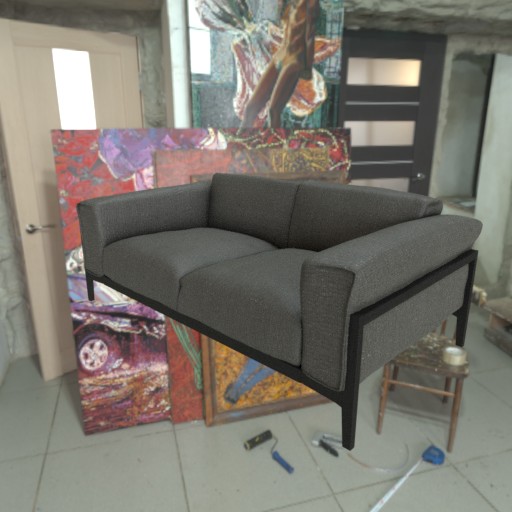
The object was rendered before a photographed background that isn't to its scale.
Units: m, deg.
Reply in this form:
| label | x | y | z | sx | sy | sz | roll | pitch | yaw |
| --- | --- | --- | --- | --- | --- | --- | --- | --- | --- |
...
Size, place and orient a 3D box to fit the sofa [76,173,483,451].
| label | x | y | z | sx | sy | sz | roll | pitch | yaw |
| --- | --- | --- | --- | --- | --- | --- | --- | --- | --- |
| sofa | 0.000 | 0.000 | 2.096 | 1.690 | 0.656 | 0.960 | 16 | 23 | 42 |
